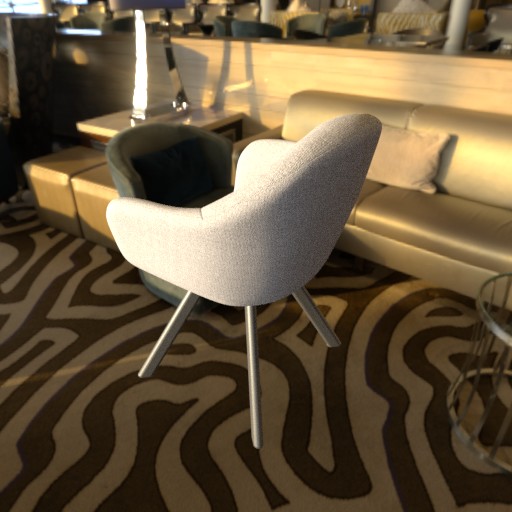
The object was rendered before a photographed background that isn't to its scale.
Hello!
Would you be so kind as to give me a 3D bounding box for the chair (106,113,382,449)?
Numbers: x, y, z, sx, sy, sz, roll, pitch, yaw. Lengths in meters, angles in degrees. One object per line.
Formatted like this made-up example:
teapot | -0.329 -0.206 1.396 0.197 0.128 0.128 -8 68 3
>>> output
chair | 0.000 0.000 1.198 0.550 0.795 0.590 19 36 29
